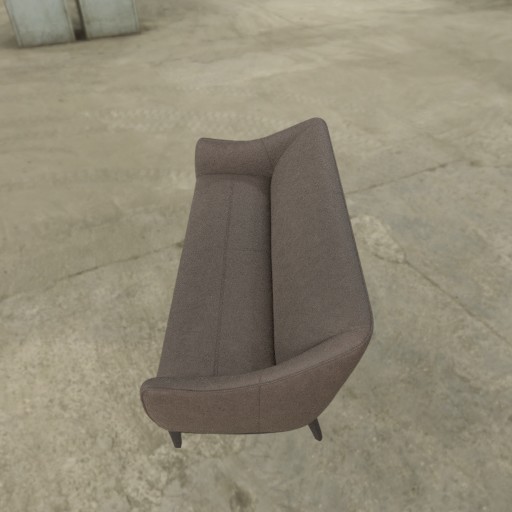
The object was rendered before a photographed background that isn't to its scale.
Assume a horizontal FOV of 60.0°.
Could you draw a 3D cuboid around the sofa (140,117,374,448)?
[{"bbox_3d":[0.000,0.000,2.425,0.869,0.831,1.928,0,42,0],"label":"sofa"}]
